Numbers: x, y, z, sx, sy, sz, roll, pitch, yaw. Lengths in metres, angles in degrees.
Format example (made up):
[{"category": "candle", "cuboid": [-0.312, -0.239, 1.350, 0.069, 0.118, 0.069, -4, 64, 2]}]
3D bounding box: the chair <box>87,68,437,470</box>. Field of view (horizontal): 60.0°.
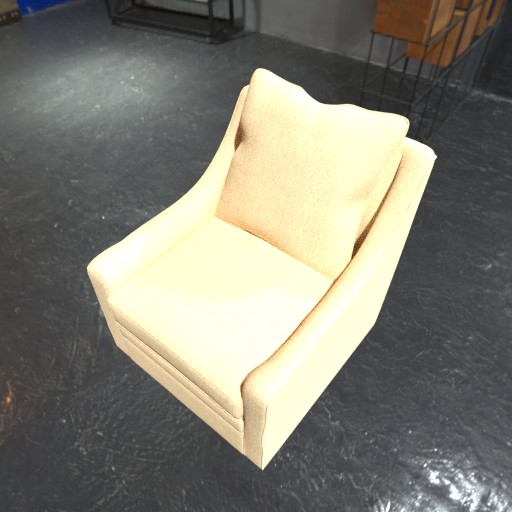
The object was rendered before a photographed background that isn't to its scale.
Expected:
[{"category": "chair", "cuboid": [0.000, 0.000, 1.536, 0.760, 0.927, 0.876, 30, 53, 26]}]
